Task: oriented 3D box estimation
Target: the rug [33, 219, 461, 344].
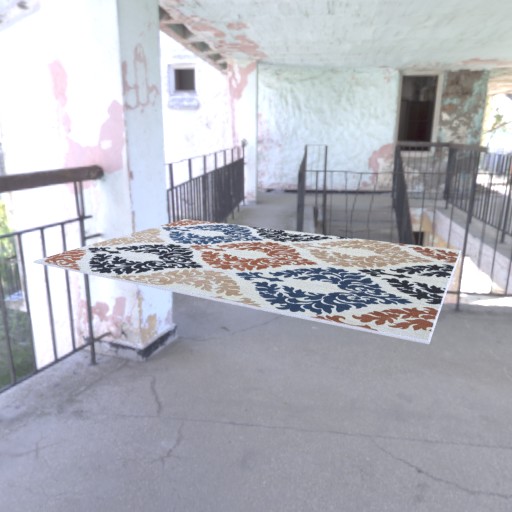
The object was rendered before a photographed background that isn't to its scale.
[{"bbox_3d":[0.000,0.000,2.810,2.275,0.014,1.514,8,18,27],"label":"rug"}]
